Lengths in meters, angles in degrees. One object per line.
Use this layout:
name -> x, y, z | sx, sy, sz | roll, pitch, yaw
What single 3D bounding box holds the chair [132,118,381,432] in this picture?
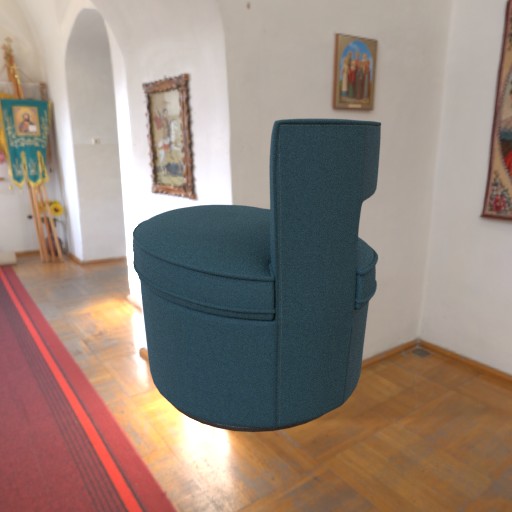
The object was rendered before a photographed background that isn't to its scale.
chair -> 0.000, 0.000, 1.233 | 0.660, 0.711, 0.684 | 2, 15, 9
